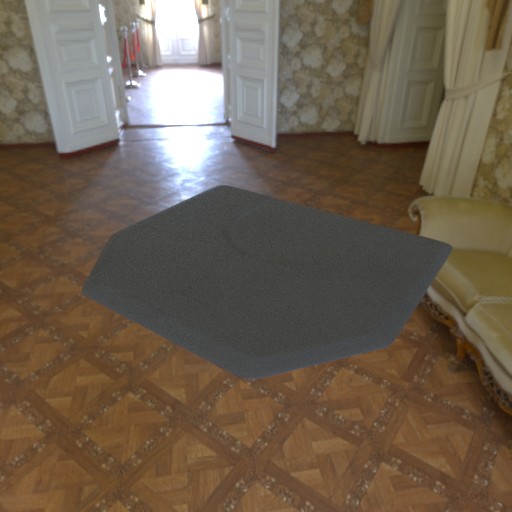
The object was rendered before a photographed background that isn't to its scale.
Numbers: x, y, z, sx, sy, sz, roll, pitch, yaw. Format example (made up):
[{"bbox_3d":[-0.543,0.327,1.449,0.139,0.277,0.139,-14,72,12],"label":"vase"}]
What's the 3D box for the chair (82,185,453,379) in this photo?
[{"bbox_3d":[0.000,0.000,1.924,1.372,0.024,1.219,19,35,30],"label":"chair"}]
